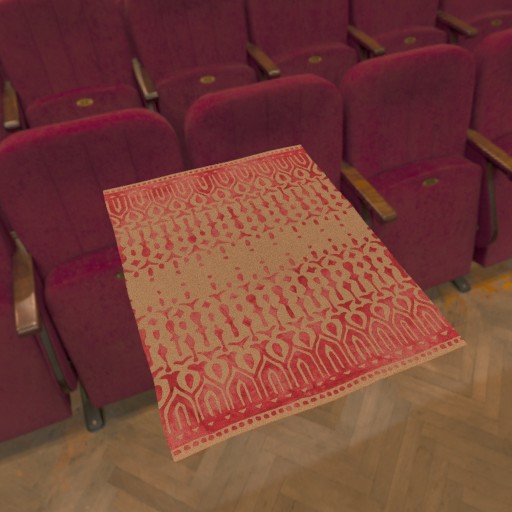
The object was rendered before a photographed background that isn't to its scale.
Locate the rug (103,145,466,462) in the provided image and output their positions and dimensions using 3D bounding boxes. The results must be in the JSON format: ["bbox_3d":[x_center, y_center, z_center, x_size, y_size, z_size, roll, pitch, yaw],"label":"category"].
[{"bbox_3d":[0.000,0.000,4.229,2.441,0.016,3.095,-16,50,-15],"label":"rug"}]
